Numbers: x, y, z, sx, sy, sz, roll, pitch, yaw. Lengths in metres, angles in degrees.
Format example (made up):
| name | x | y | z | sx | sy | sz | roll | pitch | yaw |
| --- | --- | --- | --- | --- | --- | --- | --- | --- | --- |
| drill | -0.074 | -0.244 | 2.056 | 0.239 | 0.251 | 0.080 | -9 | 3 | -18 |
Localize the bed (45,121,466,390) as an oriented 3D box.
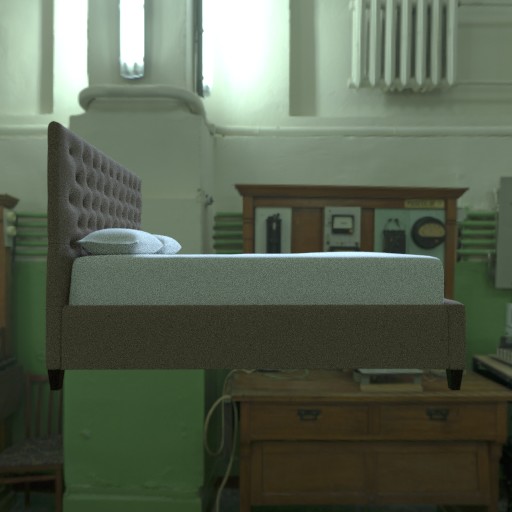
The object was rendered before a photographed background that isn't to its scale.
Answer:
| name | x | y | z | sx | sy | sz | roll | pitch | yaw |
| --- | --- | --- | --- | --- | --- | --- | --- | --- | --- |
| bed | 0.000 | 0.000 | 3.164 | 2.233 | 1.426 | 1.696 | 0 | 0 | 0 |
